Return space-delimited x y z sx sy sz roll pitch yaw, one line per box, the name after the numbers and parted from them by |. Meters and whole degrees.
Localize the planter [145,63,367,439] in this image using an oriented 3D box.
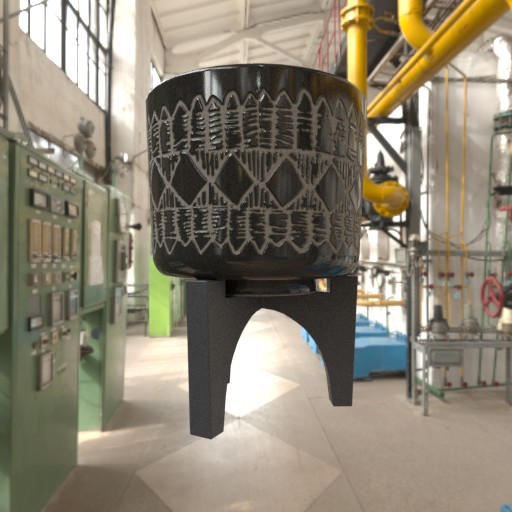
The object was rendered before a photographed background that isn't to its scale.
0.000 0.000 0.266 0.129 0.177 0.129 0 0 0 | planter
